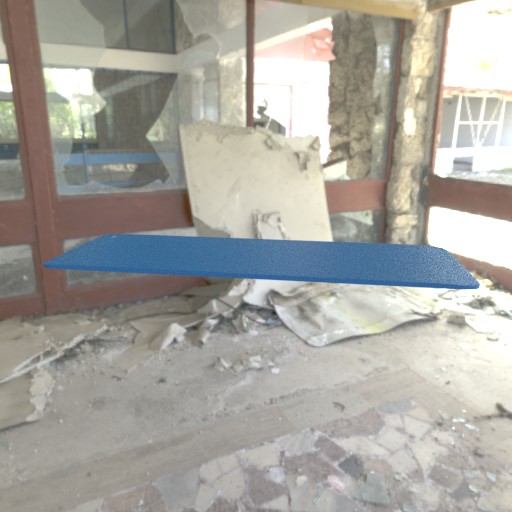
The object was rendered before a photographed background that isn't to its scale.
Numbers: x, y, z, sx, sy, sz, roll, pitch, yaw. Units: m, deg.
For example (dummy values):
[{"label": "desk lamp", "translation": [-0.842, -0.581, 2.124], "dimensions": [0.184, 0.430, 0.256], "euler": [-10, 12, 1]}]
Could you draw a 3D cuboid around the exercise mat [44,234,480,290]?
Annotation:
[{"label": "exercise mat", "translation": [0.000, 0.000, 2.128], "dimensions": [1.869, 0.021, 0.616], "euler": [2, 16, 9]}]
